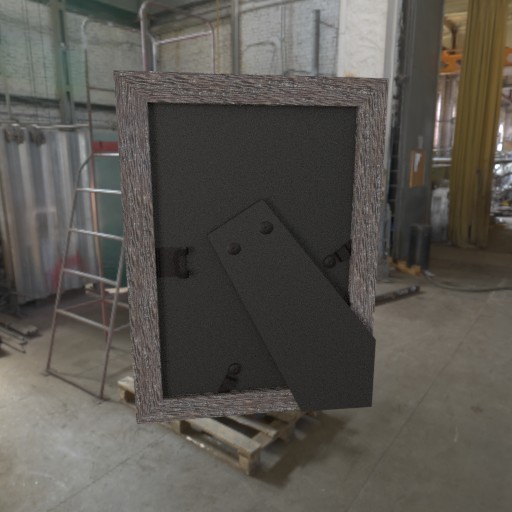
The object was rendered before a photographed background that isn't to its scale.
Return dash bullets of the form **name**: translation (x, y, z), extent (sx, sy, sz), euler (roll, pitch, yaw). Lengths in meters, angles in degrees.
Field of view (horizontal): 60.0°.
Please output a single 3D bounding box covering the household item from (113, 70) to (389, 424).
- **household item**: translation (0.000, 0.000, 0.237), extent (0.133, 0.180, 0.020), euler (-2, 13, -9)
